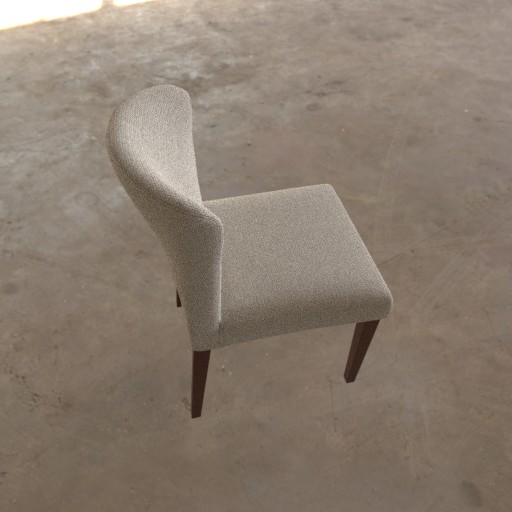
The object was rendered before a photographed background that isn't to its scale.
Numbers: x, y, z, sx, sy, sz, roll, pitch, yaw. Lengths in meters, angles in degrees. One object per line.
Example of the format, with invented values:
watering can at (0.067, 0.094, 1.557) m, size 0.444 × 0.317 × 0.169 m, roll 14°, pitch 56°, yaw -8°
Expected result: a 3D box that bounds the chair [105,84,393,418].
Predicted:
chair at (0.000, 0.000, 1.186) m, size 0.589 × 0.839 × 0.491 m, roll -10°, pitch 48°, yaw -9°
